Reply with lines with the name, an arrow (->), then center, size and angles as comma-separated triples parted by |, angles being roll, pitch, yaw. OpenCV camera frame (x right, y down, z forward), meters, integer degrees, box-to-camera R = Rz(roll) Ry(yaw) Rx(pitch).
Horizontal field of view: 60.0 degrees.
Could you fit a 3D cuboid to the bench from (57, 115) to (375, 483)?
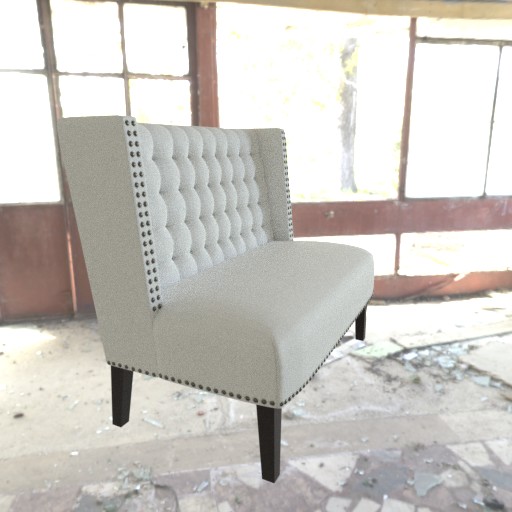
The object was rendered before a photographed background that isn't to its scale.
bench -> 0.000, 0.000, 1.947 | 0.847, 1.123, 1.280 | 7, 16, 26
